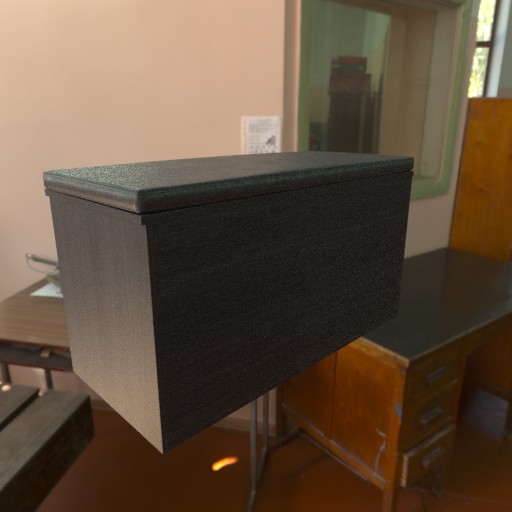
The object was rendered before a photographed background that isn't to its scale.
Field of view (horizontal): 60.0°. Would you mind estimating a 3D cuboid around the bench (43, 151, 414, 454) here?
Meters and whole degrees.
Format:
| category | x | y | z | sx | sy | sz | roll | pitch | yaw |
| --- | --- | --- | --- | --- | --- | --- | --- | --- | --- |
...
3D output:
| category | x | y | z | sx | sy | sz | roll | pitch | yaw |
| --- | --- | --- | --- | --- | --- | --- | --- | --- | --- |
| bench | 0.000 | 0.000 | 1.191 | 0.905 | 0.501 | 0.401 | -16 | 23 | -42 |
